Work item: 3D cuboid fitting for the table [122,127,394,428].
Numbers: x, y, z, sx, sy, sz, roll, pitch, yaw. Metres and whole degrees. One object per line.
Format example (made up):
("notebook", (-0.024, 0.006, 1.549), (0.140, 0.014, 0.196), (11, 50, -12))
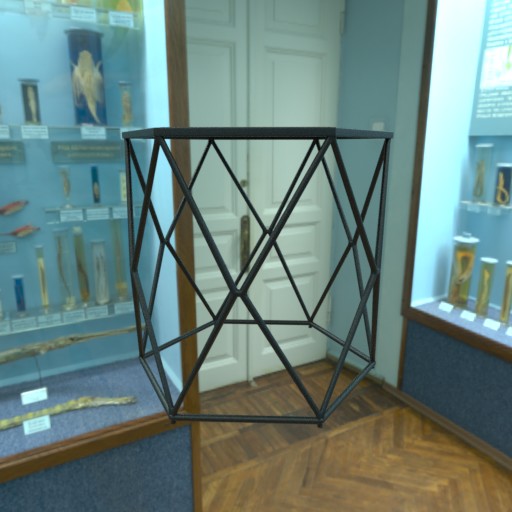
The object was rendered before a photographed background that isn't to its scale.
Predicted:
("table", (0.000, 0.000, 1.040), (0.579, 0.564, 0.578), (-7, 16, -26))
